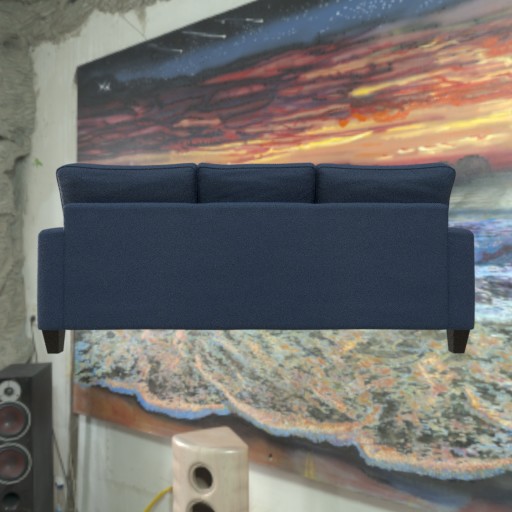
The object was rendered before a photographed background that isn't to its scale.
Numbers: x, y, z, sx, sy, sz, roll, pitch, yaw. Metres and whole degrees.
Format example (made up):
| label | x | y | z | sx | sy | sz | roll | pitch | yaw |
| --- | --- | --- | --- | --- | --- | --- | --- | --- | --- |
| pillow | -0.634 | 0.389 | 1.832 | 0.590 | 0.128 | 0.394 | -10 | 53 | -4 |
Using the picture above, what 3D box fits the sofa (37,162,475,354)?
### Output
| label | x | y | z | sx | sy | sz | roll | pitch | yaw |
| --- | --- | --- | --- | --- | --- | --- | --- | --- | --- |
| sofa | 0.000 | 0.000 | 2.606 | 2.158 | 0.965 | 0.951 | 0 | 0 | 0 |
